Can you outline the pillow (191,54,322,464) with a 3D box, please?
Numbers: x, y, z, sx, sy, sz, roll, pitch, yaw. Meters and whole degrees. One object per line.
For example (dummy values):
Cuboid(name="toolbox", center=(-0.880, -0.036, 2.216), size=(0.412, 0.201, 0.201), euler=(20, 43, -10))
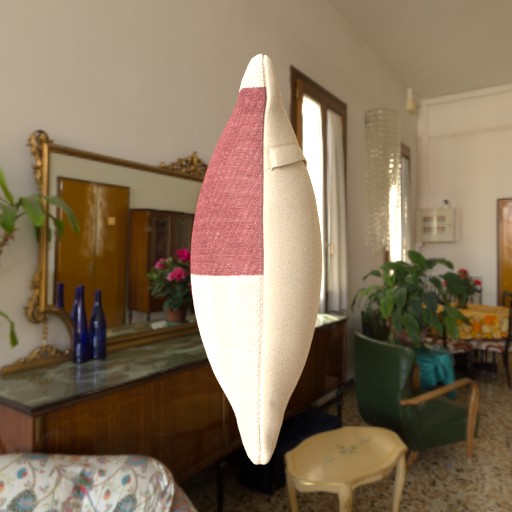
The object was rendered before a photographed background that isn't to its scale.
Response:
Cuboid(name="pillow", center=(0.000, 0.000, 0.794), size=(0.229, 0.506, 0.536), euler=(0, 0, -1))
